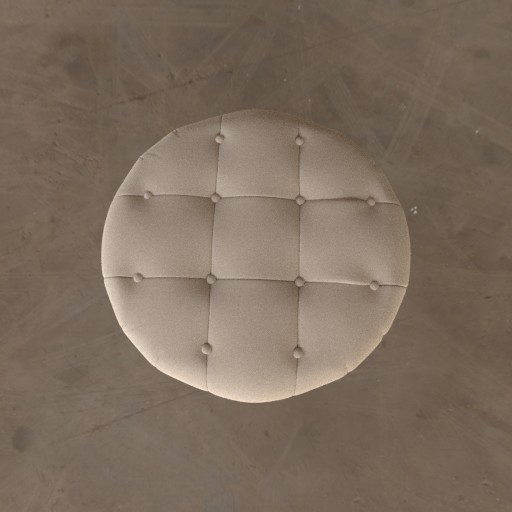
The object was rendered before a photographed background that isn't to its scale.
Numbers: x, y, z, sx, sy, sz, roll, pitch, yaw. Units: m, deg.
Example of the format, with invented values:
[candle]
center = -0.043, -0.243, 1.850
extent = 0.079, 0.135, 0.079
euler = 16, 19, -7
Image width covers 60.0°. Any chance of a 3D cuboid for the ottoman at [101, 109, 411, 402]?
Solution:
[ottoman]
center = 0.000, 0.000, 1.442
extent = 0.901, 0.439, 0.901
euler = 0, 75, 0
